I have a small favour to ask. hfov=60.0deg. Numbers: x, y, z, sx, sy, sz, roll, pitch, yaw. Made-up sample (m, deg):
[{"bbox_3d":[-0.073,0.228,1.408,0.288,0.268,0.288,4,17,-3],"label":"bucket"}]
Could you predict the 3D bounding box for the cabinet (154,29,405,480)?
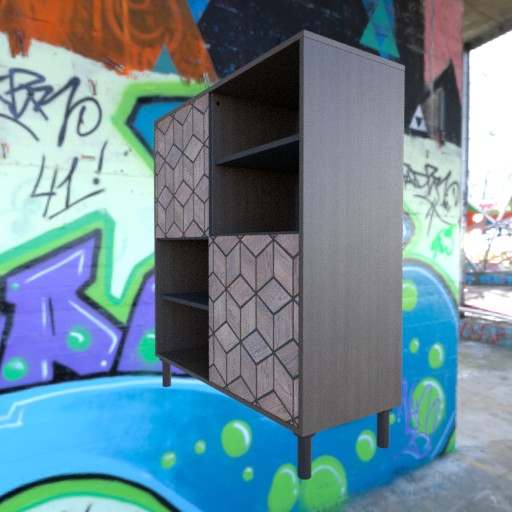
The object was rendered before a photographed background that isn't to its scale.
[{"bbox_3d":[0.000,0.000,1.661,0.400,1.170,1.010,-1,2,-34],"label":"cabinet"}]
